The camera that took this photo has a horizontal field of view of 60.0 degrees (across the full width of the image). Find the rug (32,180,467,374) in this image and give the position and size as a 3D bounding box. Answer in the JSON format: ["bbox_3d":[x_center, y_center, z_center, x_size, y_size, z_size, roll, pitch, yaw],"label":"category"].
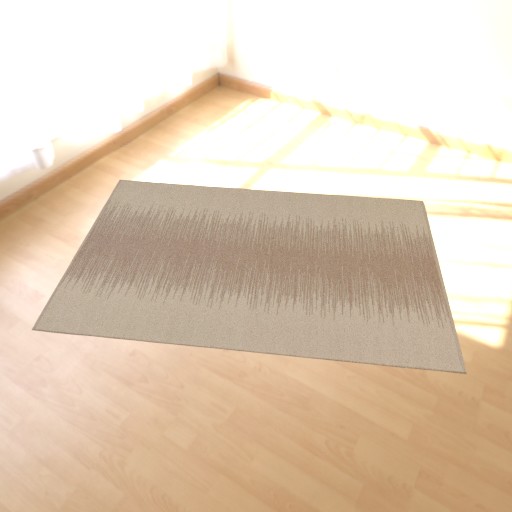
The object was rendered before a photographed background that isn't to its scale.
[{"bbox_3d":[0.000,0.000,3.000,2.440,0.012,1.522,5,45,5],"label":"rug"}]
